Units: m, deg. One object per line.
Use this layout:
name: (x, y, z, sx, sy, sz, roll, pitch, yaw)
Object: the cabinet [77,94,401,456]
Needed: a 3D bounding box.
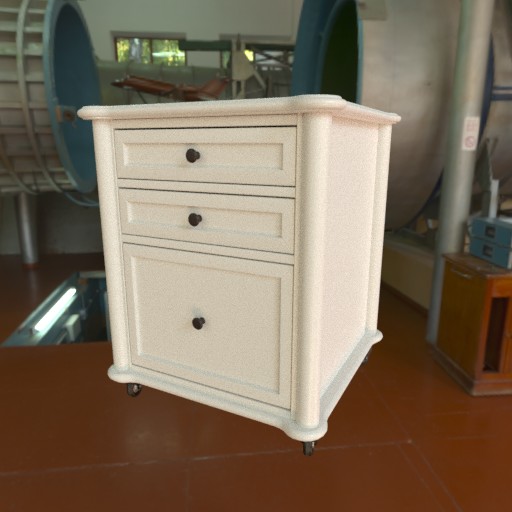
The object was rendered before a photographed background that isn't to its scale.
cabinet: (0.000, 0.000, 1.219, 0.628, 0.761, 0.627, 7, 16, 27)
